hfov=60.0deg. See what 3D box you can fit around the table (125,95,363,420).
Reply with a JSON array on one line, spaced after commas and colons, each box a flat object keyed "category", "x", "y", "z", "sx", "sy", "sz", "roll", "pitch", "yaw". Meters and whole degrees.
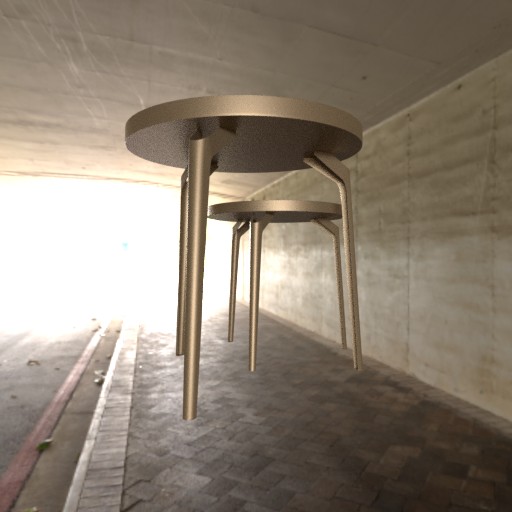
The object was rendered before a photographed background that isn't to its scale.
[{"category": "table", "x": 0.000, "y": 0.000, "z": 1.106, "sx": 0.532, "sy": 0.555, "sz": 0.751, "roll": 0, "pitch": 0, "yaw": 18}]
